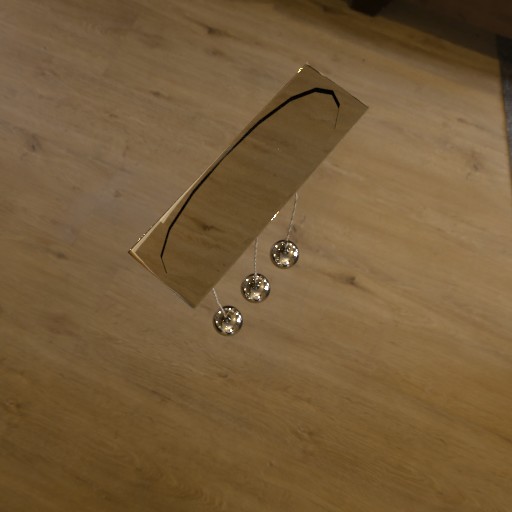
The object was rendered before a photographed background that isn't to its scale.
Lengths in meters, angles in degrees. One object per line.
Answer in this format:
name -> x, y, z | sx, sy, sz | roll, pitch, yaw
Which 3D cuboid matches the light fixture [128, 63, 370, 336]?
light fixture -> 0.000, 0.000, 1.663 | 0.188, 1.408, 0.623 | 39, 79, 9
